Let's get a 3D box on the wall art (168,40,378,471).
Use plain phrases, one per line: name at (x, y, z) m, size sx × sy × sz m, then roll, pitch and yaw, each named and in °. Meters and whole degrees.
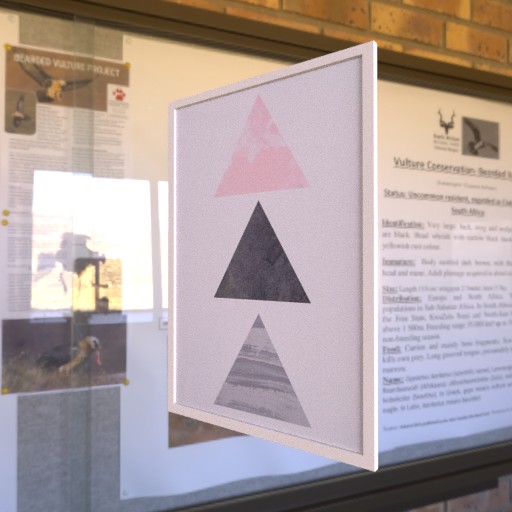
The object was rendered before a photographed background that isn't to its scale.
wall art at (0.000, 0.000, 0.814) m, size 0.456 × 0.656 × 0.013 m, roll 0°, pitch -1°, yaw 36°
